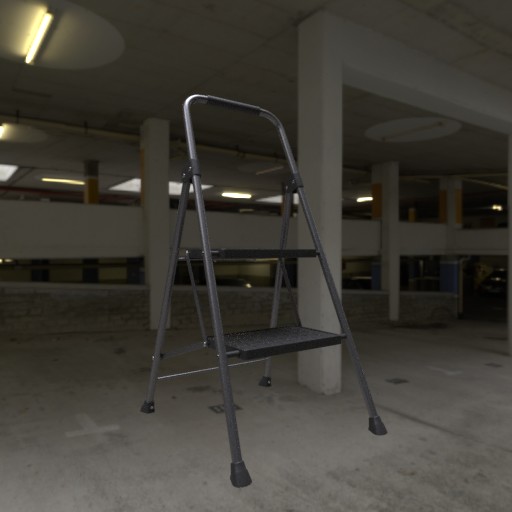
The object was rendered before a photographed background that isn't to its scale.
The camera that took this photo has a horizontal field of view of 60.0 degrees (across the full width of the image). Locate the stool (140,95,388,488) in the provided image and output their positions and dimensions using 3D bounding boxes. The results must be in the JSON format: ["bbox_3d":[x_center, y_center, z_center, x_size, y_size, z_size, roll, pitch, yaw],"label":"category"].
[{"bbox_3d":[0.000,0.000,1.168,0.450,0.872,0.514,-1,1,-35],"label":"stool"}]
